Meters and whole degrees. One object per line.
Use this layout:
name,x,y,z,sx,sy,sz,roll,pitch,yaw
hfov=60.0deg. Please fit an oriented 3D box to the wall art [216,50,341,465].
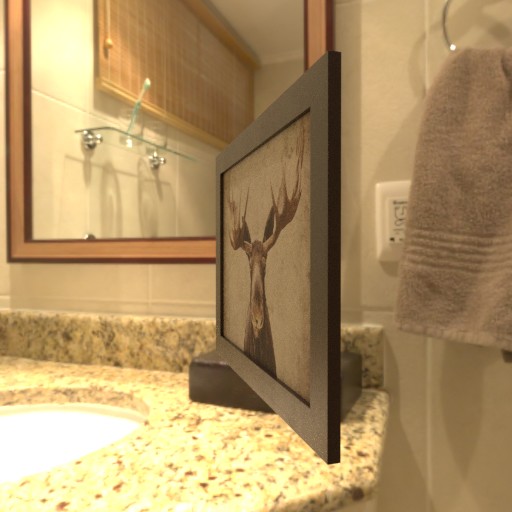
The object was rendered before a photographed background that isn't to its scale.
wall art,0.000,0.000,1.597,0.034,0.952,1.207,0,1,-17
